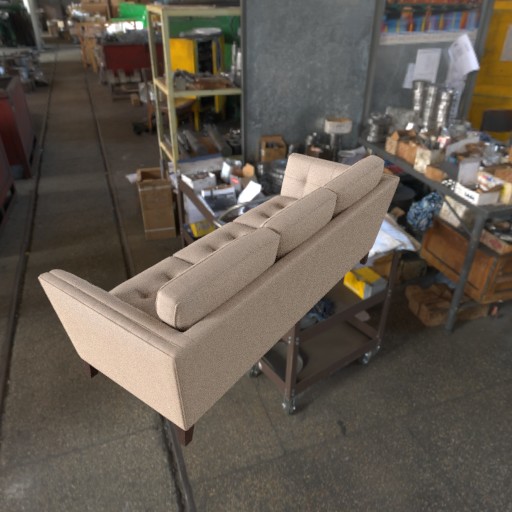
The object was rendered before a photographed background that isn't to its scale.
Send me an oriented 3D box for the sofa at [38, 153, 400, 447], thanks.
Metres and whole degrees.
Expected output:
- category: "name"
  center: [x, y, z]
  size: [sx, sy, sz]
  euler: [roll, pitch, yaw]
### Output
- category: "sofa"
  center: [0.000, 0.000, 2.936]
  size: [0.965, 0.940, 2.388]
  euler: [21, 37, 30]
